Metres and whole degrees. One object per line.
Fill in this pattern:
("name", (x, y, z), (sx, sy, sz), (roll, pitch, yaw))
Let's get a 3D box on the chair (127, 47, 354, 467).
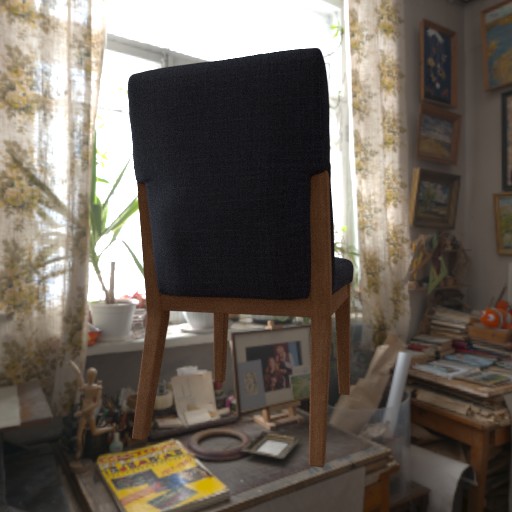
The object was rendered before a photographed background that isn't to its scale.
("chair", (0.000, 0.000, 1.279), (0.507, 0.911, 0.586), (0, 0, 18))
